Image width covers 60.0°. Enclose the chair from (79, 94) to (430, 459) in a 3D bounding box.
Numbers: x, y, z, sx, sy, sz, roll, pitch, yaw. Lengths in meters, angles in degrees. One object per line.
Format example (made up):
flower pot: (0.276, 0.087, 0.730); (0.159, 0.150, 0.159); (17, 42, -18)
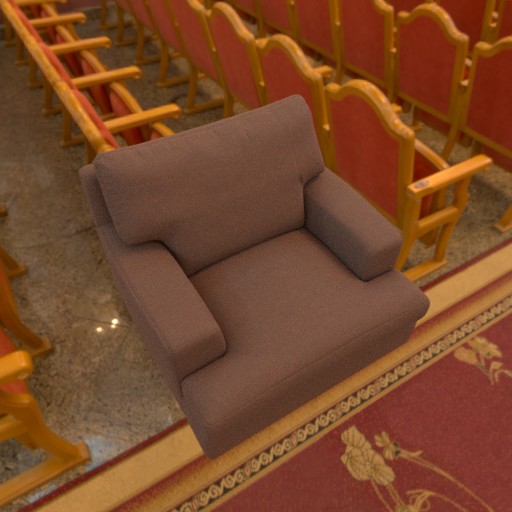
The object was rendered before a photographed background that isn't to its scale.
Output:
chair: (0.000, 0.000, 1.979); (1.168, 0.940, 1.143); (-24, 51, -21)
